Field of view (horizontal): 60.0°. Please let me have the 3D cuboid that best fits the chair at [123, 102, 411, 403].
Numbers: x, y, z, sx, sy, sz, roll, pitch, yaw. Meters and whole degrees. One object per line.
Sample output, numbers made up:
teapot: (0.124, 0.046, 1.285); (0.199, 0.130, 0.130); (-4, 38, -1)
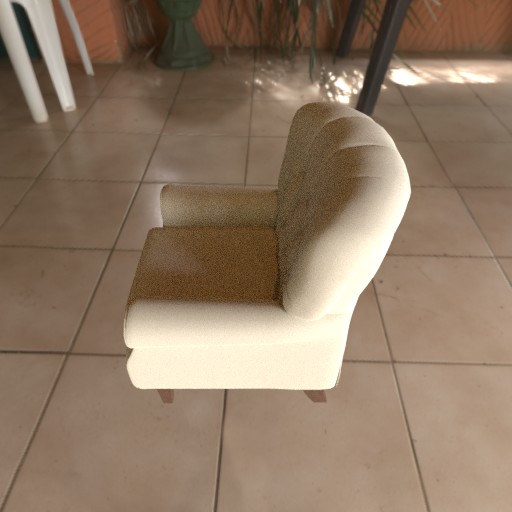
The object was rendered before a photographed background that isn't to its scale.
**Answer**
chair: (0.000, 0.000, 2.043); (1.132, 1.169, 1.035); (0, 42, 0)
